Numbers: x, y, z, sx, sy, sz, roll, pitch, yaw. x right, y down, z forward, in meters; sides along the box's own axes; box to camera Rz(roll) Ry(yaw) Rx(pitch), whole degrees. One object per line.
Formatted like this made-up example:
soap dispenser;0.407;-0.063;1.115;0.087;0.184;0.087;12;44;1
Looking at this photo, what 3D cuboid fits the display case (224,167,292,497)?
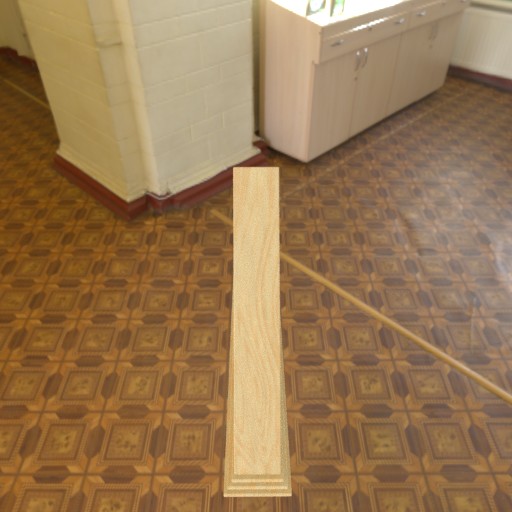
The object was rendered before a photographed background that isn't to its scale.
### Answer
display case;0.000;0.000;0.753;0.095;0.340;0.640;0;41;0
